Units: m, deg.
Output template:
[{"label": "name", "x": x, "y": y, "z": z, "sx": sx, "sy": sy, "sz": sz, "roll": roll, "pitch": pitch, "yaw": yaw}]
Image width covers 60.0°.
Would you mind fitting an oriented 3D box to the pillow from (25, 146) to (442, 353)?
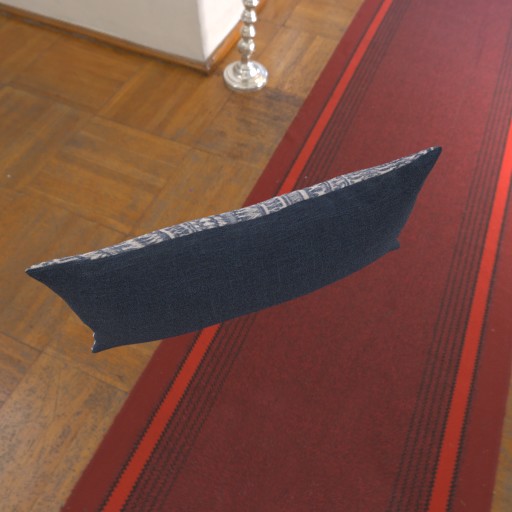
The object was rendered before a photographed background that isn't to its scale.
[{"label": "pillow", "x": 0.000, "y": 0.000, "z": 0.731, "sx": 0.631, "sy": 0.292, "sz": 0.148, "roll": -18, "pitch": 60, "yaw": -11}]
